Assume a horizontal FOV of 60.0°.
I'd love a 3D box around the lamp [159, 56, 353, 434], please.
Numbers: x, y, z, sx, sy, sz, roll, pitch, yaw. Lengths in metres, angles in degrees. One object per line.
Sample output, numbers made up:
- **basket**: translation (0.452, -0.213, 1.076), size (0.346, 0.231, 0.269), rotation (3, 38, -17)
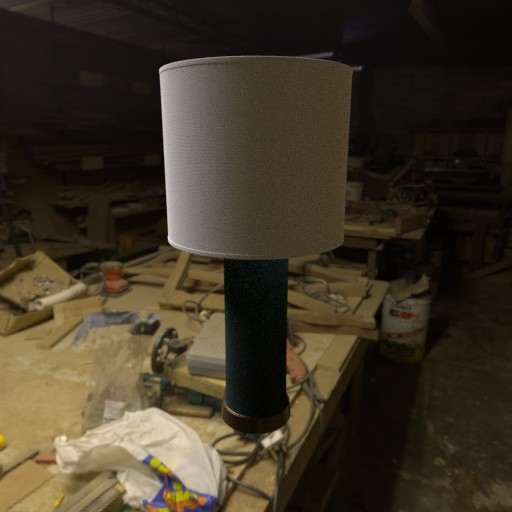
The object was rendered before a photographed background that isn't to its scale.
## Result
- **lamp**: translation (0.000, 0.000, 0.782), size (0.301, 0.630, 0.301), rotation (7, 17, 26)
